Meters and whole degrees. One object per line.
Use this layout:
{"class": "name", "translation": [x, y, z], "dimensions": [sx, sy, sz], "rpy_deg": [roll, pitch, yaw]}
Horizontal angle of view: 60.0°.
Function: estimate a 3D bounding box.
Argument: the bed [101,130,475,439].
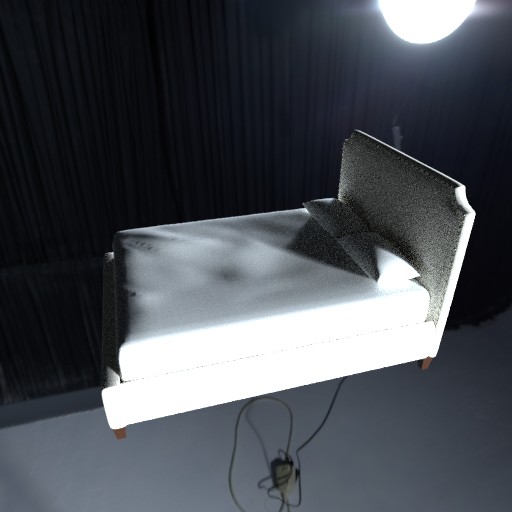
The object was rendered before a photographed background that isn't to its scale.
{"class": "bed", "translation": [0.000, 0.000, 3.420], "dimensions": [2.365, 1.443, 1.712], "rpy_deg": [-8, 31, -14]}
